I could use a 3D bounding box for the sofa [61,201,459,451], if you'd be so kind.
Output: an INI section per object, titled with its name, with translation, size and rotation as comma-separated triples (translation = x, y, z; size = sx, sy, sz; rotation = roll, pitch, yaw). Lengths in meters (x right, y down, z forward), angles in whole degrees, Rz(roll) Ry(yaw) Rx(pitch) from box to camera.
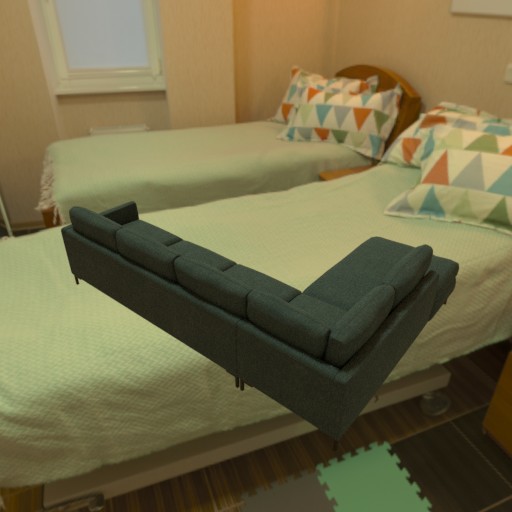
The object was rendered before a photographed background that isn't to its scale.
[sofa]
translation = 0.000, 0.000, 3.940
size = 2.949, 0.815, 2.007
rotation = 23, 38, 33
